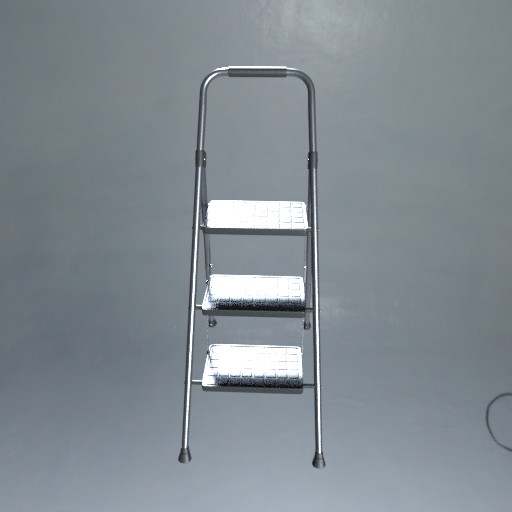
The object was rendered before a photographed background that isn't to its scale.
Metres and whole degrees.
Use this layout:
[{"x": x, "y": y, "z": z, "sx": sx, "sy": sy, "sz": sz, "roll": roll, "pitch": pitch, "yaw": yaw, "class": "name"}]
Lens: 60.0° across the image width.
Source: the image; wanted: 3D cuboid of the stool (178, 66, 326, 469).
[{"x": 0.000, "y": 0.000, "z": 1.449, "sx": 0.473, "sy": 1.121, "sz": 0.733, "roll": 1, "pitch": 30, "yaw": 2, "class": "stool"}]
